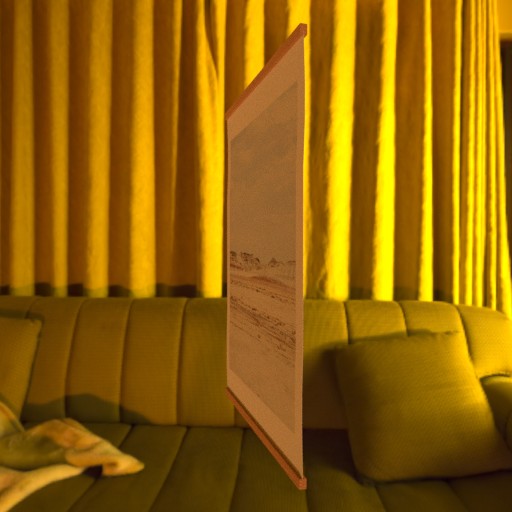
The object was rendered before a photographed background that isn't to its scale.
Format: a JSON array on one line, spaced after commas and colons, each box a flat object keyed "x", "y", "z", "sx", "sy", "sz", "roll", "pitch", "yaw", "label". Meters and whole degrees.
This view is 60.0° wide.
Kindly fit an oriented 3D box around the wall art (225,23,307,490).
[{"x": 0.000, "y": 0.000, "z": 1.928, "sx": 0.025, "sy": 1.521, "sz": 1.011, "roll": 0, "pitch": 1, "yaw": -18, "label": "wall art"}]
